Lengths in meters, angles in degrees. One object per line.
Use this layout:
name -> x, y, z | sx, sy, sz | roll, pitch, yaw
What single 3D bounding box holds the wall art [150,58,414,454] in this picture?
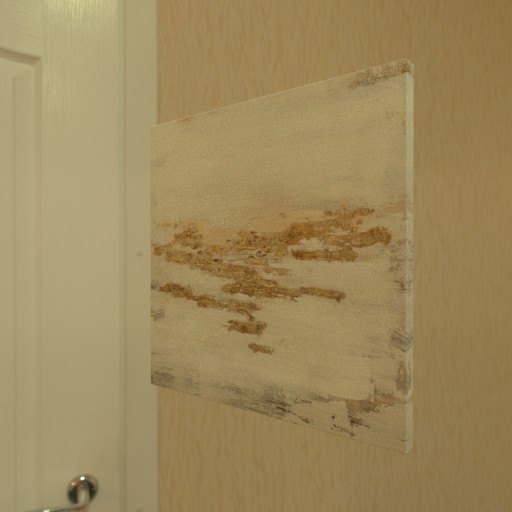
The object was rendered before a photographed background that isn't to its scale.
wall art -> 0.000, 0.000, 1.087 | 0.753, 0.755, 0.038 | 0, 0, 37
